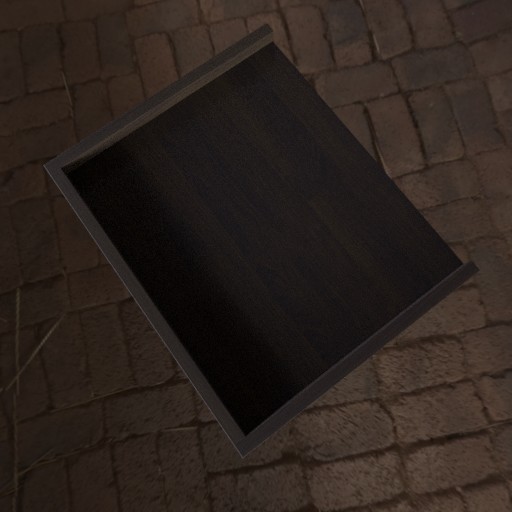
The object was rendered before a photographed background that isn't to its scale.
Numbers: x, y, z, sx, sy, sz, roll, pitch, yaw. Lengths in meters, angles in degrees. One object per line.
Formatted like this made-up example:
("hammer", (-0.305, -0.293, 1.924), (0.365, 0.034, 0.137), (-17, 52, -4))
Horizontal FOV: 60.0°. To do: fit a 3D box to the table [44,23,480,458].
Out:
("table", (0.000, 0.000, 0.803), (0.370, 0.470, 0.450), (-36, 80, -7))
